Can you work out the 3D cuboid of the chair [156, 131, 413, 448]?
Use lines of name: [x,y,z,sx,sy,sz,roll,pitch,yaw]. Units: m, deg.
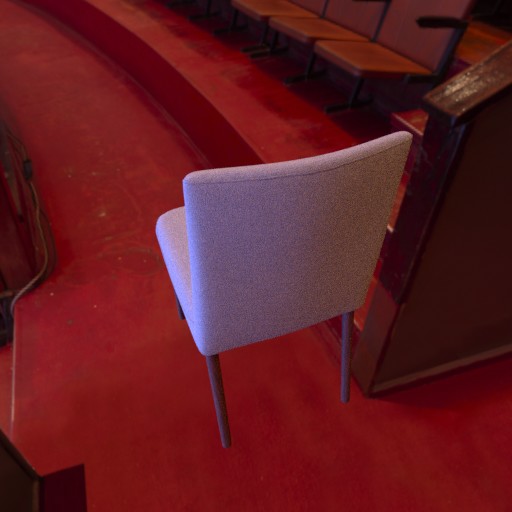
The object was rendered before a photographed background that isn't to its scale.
chair: [0.000,0.000,1.182,0.456,0.859,0.570,-15,44,-16]
